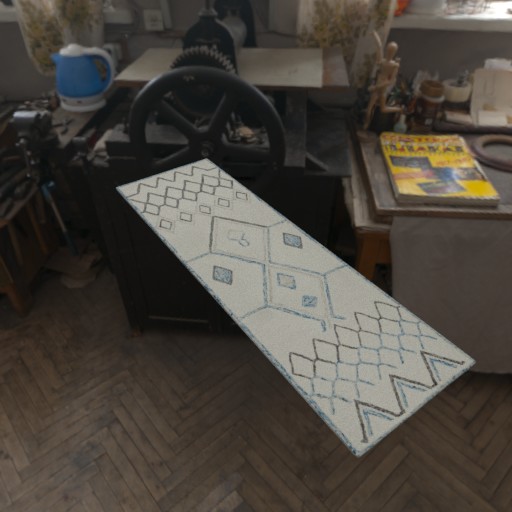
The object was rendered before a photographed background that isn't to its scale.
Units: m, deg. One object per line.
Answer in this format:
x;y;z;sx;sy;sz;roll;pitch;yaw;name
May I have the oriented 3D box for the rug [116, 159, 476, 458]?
0.000;0.000;2.638;0.770;0.013;2.434;-25;46;-26;rug
